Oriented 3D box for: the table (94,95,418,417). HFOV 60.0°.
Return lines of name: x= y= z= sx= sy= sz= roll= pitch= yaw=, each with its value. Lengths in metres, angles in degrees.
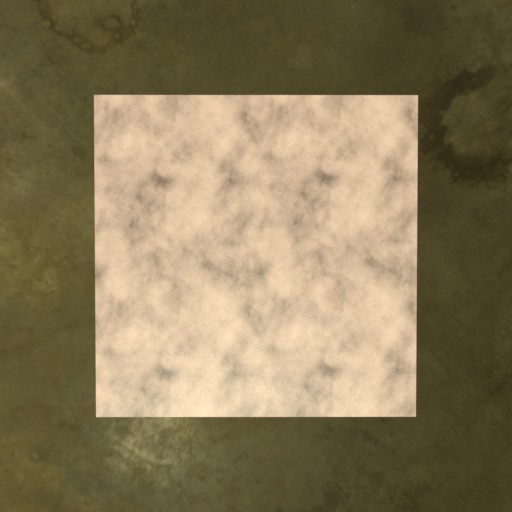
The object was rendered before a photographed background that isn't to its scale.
table: x=0.000 y=0.000 z=1.376 sx=0.890 sy=0.305 sz=0.890 roll=0 pitch=91 yaw=0
